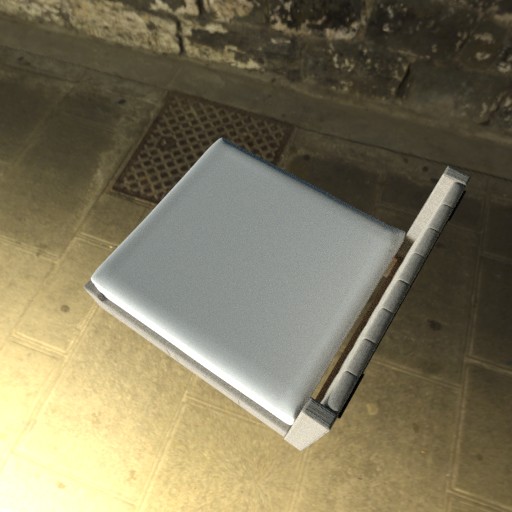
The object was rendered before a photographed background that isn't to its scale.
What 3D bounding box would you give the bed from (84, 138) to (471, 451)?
[{"bbox_3d":[0.000,0.000,3.832,2.372,1.748,2.044,31,67,15],"label":"bed"}]
